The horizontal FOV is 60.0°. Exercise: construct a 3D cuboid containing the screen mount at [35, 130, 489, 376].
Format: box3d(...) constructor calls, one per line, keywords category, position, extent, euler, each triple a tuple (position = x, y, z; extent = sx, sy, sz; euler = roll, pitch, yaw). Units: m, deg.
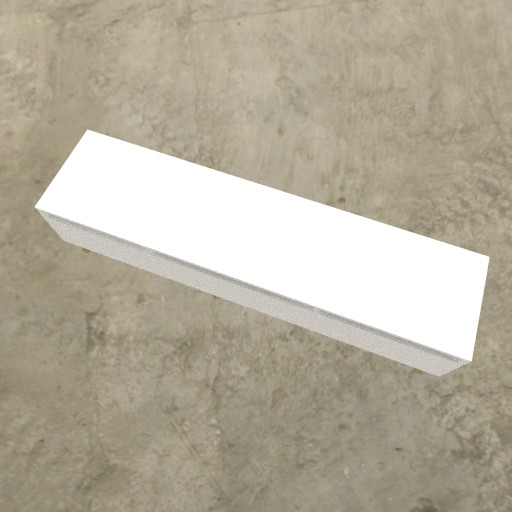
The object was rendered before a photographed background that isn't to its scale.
box3d(category="screen mount", position=(0.000, 0.000, 1.833), extent=(1.644, 0.432, 0.399), euler=(19, 67, 9))
